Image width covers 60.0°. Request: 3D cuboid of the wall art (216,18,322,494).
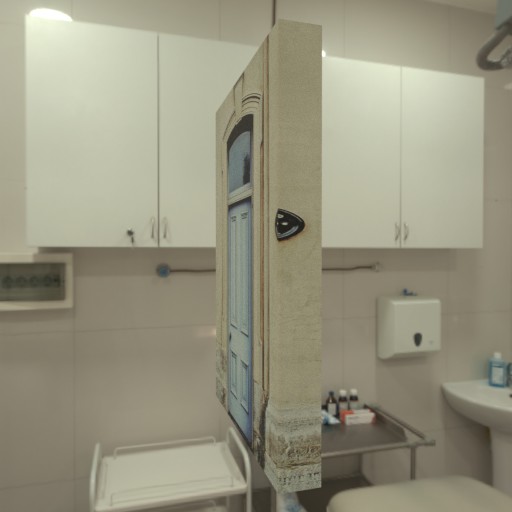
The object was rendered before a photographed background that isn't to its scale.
[{"bbox_3d":[0.000,0.000,0.482,0.038,0.381,0.254,0,1,-17],"label":"wall art"}]
